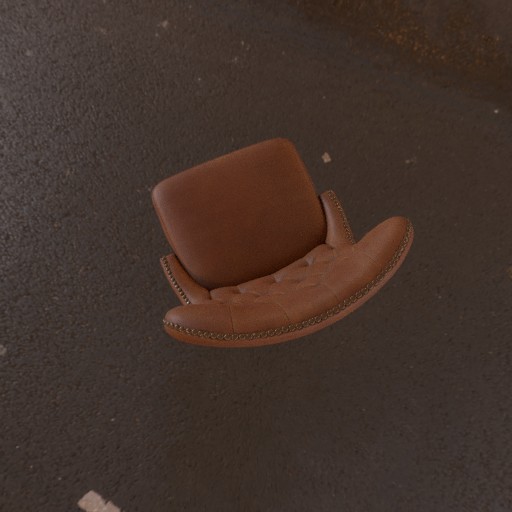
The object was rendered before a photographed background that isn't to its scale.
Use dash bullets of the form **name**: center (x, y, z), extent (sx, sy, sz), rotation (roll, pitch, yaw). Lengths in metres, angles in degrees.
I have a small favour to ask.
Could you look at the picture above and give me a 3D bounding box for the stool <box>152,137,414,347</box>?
- **stool**: center (0.000, 0.000, 1.321), extent (0.528, 0.971, 0.593), rotation (-22, 75, -6)
